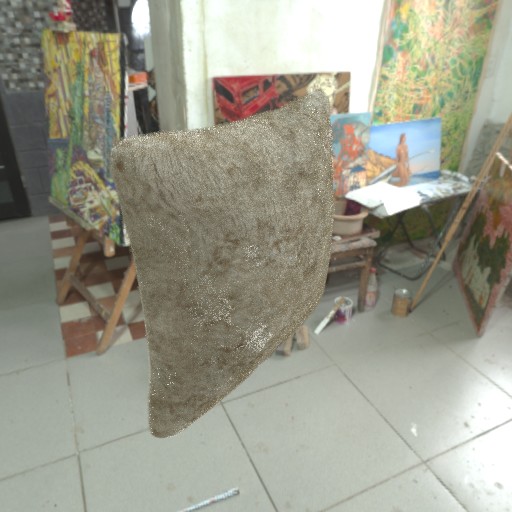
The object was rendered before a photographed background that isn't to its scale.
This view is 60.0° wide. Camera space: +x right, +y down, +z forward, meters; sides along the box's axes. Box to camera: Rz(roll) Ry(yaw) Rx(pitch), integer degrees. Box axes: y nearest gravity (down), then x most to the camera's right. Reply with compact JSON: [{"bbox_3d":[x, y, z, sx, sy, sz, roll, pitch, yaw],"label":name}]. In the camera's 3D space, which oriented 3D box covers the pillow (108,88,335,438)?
[{"bbox_3d":[0.000,0.000,0.812,0.216,0.525,0.538,19,34,31],"label":"pillow"}]
